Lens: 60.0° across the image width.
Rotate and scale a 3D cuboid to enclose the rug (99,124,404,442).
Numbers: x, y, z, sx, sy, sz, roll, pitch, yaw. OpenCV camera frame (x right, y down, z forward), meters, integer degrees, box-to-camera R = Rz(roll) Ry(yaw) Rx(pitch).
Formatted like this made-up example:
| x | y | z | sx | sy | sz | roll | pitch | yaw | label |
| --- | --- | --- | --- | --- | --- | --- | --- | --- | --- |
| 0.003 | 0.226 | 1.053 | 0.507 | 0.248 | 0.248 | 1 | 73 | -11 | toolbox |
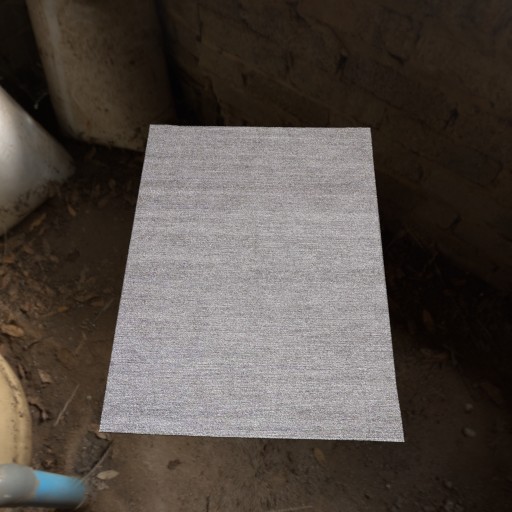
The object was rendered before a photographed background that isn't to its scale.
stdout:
| x | y | z | sx | sy | sz | roll | pitch | yaw | label |
| --- | --- | --- | --- | --- | --- | --- | --- | --- | --- |
| 0.000 | 0.000 | 4.200 | 2.434 | 0.045 | 3.202 | 1 | 64 | 1 | rug |
